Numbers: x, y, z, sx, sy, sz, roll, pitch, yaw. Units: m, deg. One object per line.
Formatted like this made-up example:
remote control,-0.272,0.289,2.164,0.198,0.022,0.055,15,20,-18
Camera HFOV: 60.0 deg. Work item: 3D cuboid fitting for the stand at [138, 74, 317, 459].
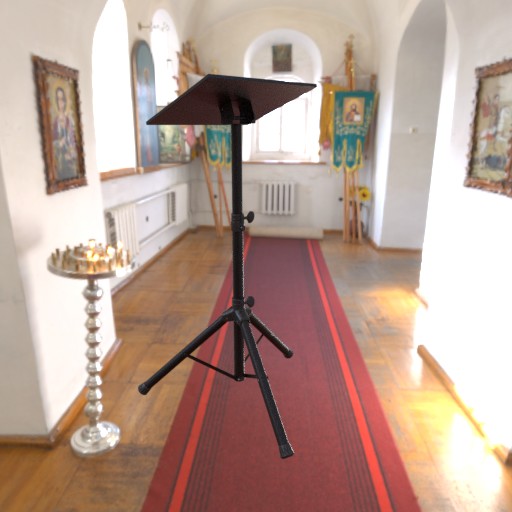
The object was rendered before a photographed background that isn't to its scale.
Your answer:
stand,0.000,0.000,1.641,0.702,1.198,0.702,-15,22,-40
